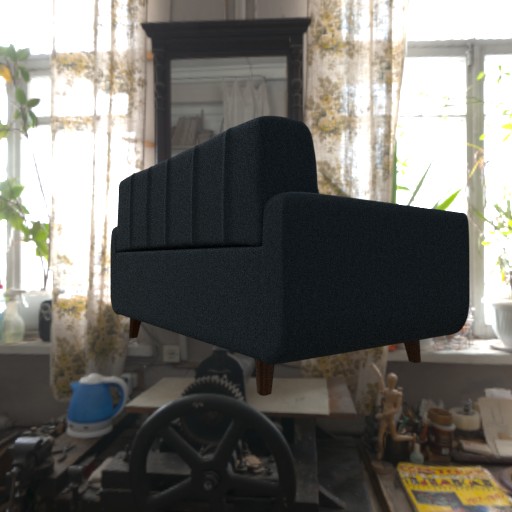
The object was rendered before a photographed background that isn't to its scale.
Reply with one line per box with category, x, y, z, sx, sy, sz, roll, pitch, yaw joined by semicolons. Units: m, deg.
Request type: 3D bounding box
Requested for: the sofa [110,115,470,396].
sofa;0.000;0.000;2.161;0.942;0.896;1.651;0;-1;-35
